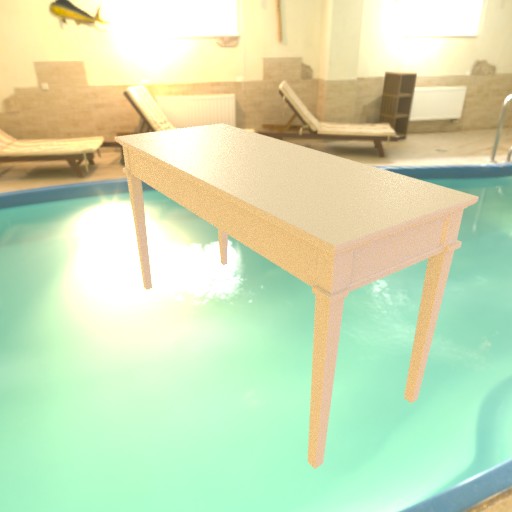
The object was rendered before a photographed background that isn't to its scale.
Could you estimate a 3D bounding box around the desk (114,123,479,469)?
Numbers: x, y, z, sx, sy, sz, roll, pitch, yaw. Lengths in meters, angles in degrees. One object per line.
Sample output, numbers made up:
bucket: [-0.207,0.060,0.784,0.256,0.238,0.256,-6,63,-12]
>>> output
desk: [0.000,0.000,1.771,0.559,0.774,1.372,-18,32,-31]
